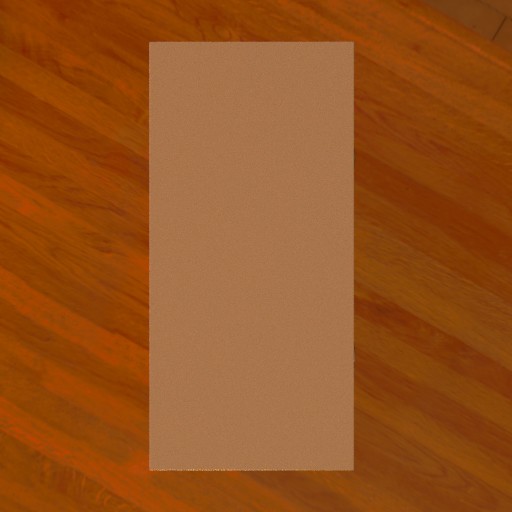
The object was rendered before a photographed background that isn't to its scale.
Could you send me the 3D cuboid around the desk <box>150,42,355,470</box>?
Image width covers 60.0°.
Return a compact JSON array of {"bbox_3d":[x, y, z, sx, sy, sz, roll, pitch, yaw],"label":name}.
[{"bbox_3d":[0.000,0.000,1.484,0.525,0.780,1.057,0,90,0],"label":"desk"}]
